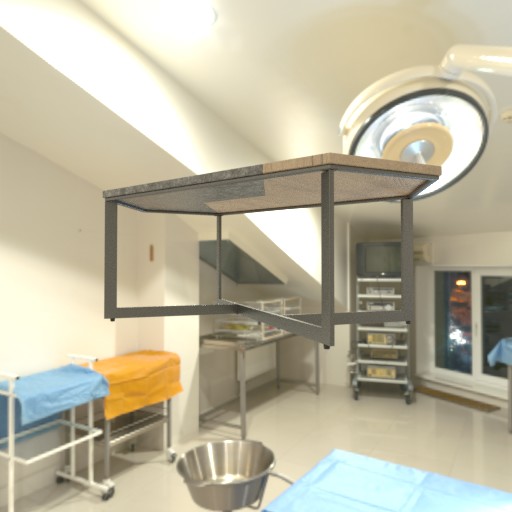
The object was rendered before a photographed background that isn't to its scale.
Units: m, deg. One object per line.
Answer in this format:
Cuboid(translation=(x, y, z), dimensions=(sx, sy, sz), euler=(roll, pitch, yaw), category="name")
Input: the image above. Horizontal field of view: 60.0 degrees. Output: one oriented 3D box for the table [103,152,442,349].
Cuboid(translation=(0.000, 0.000, 1.524), dimensions=(1.219, 0.457, 0.609), euler=(-1, -1, 37), category="table")
